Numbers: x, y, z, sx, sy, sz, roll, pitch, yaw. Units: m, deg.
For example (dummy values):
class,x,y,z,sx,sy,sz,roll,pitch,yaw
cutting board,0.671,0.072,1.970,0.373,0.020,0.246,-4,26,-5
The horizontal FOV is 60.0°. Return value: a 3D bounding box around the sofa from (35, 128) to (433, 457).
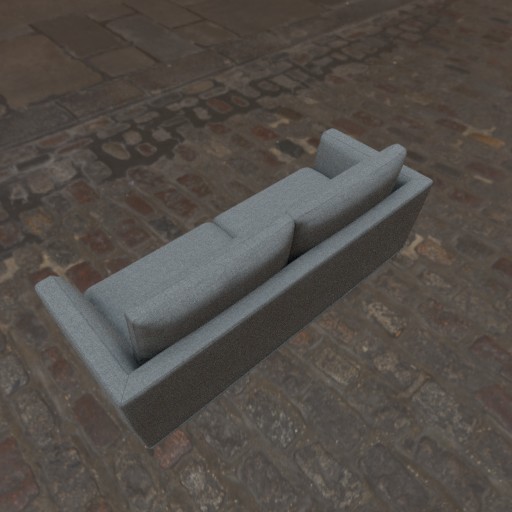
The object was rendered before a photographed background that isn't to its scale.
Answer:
class,x,y,z,sx,sy,sz,roll,pitch,yaw
sofa,0.000,0.000,2.644,2.212,1.002,0.869,-33,55,-27
